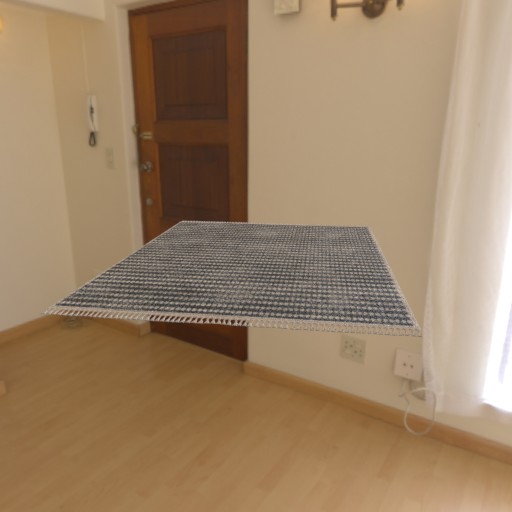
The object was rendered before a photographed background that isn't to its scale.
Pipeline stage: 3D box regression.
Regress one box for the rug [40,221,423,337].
[{"bbox_3d":[0.000,0.000,3.934,2.256,0.013,2.910,2,16,8],"label":"rug"}]
